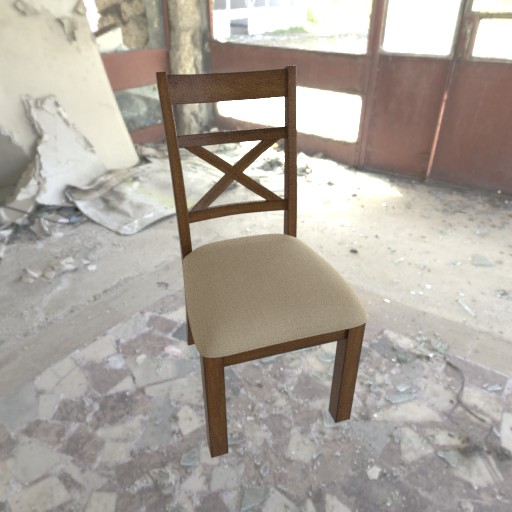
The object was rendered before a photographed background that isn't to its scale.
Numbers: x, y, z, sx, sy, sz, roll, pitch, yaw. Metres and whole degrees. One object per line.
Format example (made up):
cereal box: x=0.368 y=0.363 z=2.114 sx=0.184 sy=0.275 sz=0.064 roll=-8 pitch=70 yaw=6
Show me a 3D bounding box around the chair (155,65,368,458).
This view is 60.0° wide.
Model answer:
chair: x=0.000 y=0.000 z=1.293 sx=0.461 sy=0.949 sz=0.581 roll=-9 pitch=33 yaw=-15
